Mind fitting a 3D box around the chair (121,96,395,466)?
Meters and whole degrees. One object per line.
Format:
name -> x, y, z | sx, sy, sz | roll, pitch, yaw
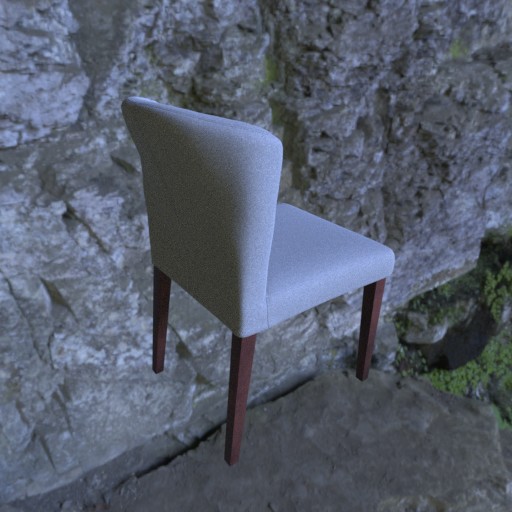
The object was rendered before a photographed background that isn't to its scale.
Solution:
chair -> 0.000, 0.000, 1.193 | 0.592, 0.839, 0.491 | -19, 32, -32
